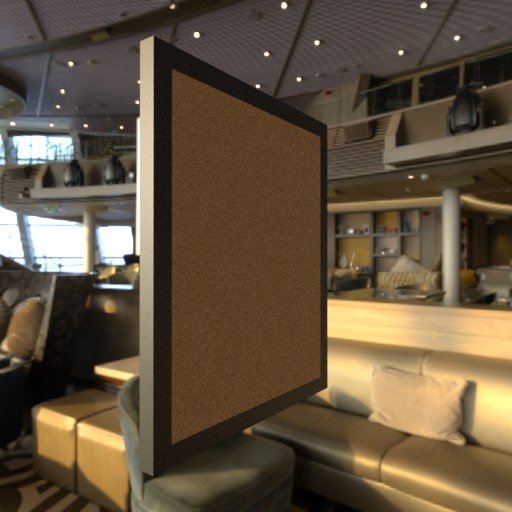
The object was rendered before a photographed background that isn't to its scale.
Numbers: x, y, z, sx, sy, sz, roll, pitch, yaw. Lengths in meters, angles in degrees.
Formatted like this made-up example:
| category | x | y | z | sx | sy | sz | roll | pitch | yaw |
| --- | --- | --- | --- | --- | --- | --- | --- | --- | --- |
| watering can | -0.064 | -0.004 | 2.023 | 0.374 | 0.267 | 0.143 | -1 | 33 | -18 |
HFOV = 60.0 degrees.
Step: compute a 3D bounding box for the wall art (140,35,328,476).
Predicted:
| category | x | y | z | sx | sy | sz | roll | pitch | yaw |
| --- | --- | --- | --- | --- | --- | --- | --- | --- | --- |
| wall art | 0.000 | 0.000 | 0.692 | 0.025 | 0.508 | 0.432 | 0 | 0 | 36 |
